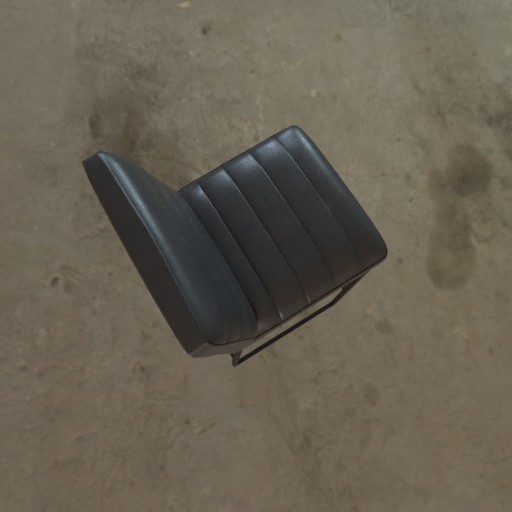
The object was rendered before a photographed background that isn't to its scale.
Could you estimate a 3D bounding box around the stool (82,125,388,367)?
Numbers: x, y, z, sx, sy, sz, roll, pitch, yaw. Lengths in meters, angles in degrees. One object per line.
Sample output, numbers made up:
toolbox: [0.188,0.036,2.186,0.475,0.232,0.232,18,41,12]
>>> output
stool: [0.000,0.000,1.338,0.552,1.040,0.457,-31,76,-8]
